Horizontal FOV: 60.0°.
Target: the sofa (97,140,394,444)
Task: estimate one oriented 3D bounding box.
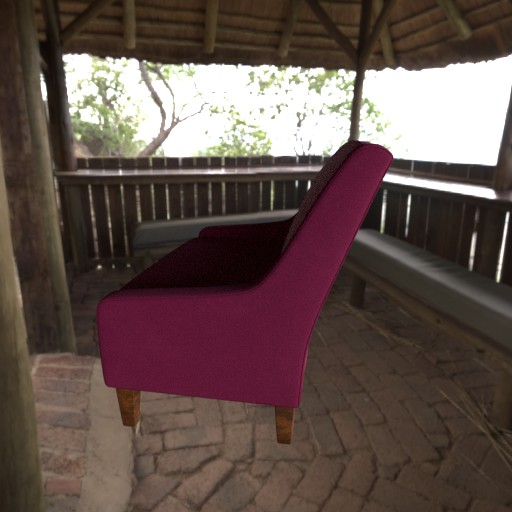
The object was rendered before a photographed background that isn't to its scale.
[{"bbox_3d":[0.000,0.000,1.933,0.946,0.976,1.242,3,15,9],"label":"sofa"}]
